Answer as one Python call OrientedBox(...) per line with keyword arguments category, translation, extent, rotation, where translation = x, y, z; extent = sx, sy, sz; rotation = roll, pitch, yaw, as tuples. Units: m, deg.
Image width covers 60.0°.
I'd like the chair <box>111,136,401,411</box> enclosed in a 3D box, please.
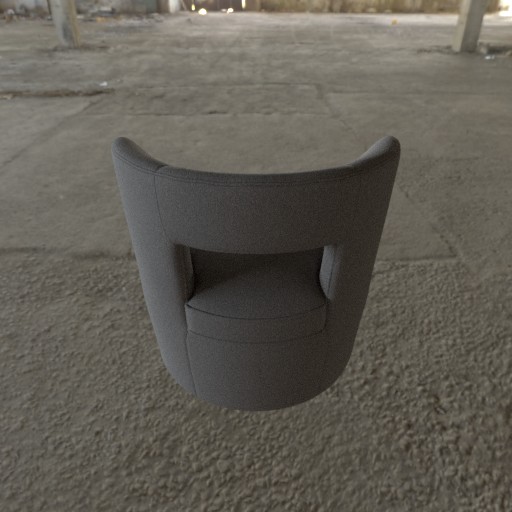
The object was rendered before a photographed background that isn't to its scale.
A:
OrientedBox(category="chair", translation=(0.000, 0.000, 1.278), extent=(0.689, 0.719, 0.660), rotation=(0, 31, -1))
